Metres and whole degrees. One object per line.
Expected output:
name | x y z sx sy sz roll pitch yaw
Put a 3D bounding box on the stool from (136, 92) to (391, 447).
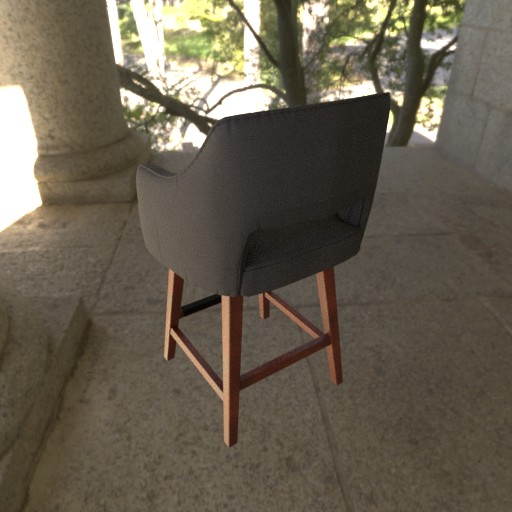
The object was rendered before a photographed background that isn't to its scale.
stool | 0.000 0.000 1.231 0.548 0.912 0.558 -19 35 -29
